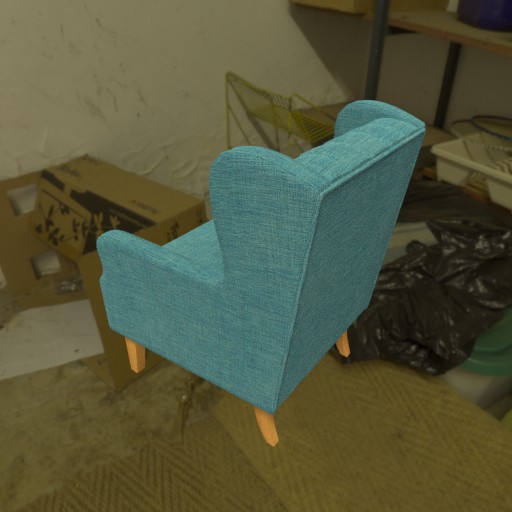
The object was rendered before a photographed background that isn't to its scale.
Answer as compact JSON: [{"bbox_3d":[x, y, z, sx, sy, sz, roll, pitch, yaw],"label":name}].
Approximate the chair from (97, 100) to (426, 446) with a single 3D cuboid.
[{"bbox_3d":[0.000,0.000,1.479,0.775,0.952,0.711,21,37,31],"label":"chair"}]
